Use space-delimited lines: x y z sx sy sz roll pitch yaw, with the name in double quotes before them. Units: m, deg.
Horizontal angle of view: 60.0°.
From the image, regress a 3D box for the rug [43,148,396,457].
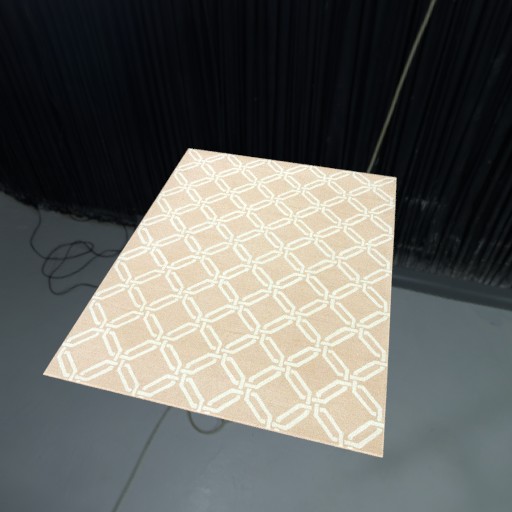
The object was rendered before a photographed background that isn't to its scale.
"rug" 0.000 0.000 3.819 2.288 0.018 2.895 10 47 10
